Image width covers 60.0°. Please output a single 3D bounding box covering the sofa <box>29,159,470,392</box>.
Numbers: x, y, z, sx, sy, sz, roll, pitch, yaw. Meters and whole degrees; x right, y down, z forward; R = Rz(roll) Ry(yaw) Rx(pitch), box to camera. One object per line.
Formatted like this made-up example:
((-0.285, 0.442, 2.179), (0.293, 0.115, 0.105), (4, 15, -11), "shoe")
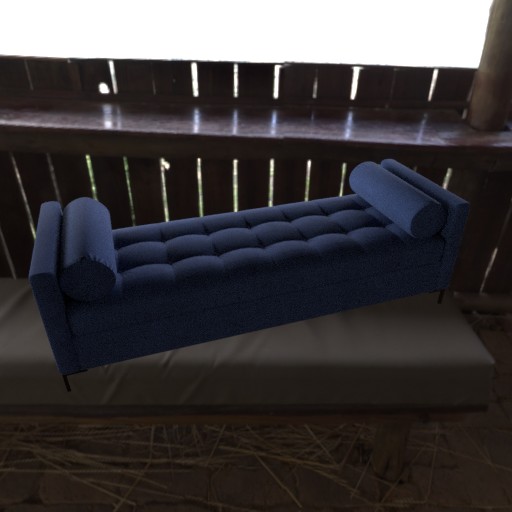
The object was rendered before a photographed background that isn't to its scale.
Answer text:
((0.000, 0.000, 2.307), (1.981, 0.635, 0.686), (-10, 33, -16), "sofa")
